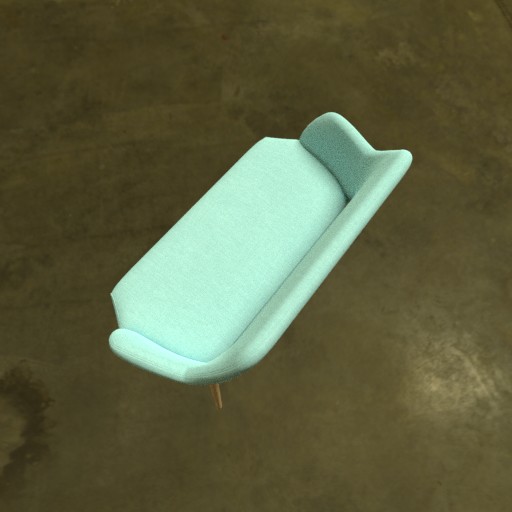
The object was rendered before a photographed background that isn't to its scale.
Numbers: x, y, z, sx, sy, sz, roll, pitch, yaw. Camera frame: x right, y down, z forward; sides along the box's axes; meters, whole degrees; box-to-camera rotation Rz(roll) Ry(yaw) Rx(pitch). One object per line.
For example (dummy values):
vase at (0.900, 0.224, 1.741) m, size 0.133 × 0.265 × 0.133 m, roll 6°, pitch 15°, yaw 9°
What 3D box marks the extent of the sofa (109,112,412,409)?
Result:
sofa at (0.000, 0.000, 1.632) m, size 0.610 × 0.840 × 1.150 m, roll 35°, pitch 68°, yaw 16°
